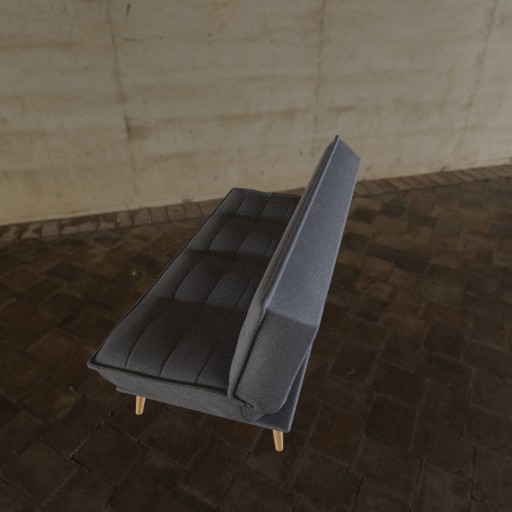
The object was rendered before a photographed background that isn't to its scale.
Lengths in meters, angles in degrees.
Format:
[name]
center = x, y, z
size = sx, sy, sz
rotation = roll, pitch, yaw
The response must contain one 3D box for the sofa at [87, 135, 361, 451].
[sofa]
center = 0.000, 0.000, 2.514
size = 0.950, 0.890, 1.940
rotation = 9, 33, 14
